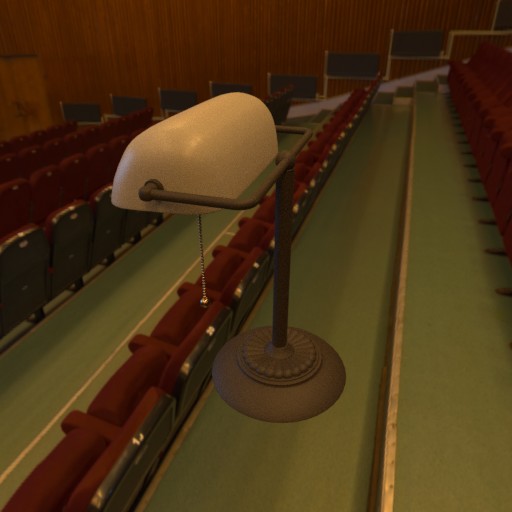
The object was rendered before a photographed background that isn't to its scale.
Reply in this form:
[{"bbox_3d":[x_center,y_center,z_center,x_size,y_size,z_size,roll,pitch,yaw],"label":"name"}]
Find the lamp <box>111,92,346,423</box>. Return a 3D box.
[{"bbox_3d":[0.000,0.000,0.523,0.243,0.339,0.264,9,31,15],"label":"lamp"}]
